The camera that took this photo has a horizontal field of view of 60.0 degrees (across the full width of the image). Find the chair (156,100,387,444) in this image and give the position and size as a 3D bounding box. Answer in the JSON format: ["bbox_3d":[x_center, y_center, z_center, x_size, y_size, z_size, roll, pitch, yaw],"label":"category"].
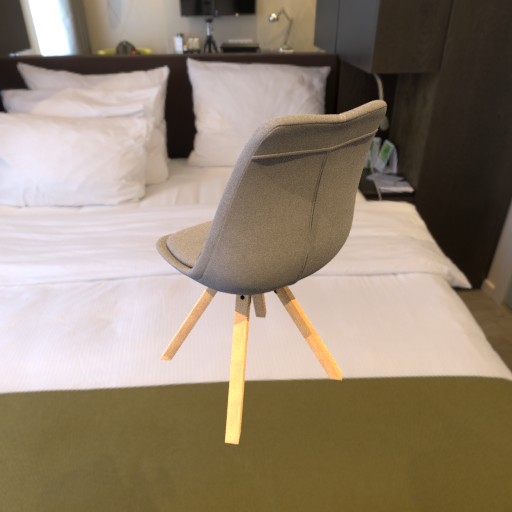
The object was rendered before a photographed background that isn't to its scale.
[{"bbox_3d":[0.000,0.000,1.200,0.474,0.863,0.549,-20,36,-30],"label":"chair"}]
